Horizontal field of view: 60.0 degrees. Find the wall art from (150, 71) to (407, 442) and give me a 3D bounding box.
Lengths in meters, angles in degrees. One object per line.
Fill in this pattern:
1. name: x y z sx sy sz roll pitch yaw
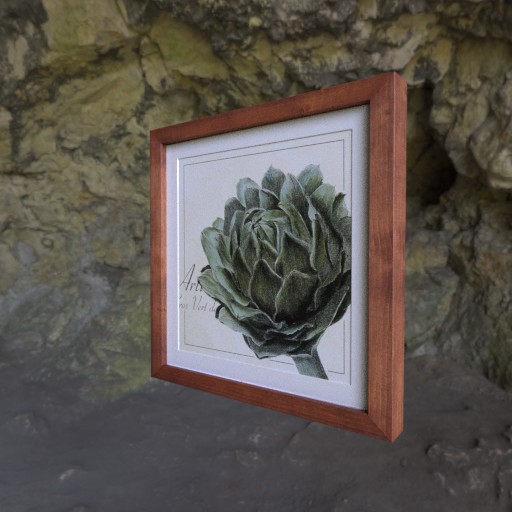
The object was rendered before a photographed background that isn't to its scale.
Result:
1. wall art: 0.000 0.000 0.591 0.386 0.385 0.038 1 2 37
